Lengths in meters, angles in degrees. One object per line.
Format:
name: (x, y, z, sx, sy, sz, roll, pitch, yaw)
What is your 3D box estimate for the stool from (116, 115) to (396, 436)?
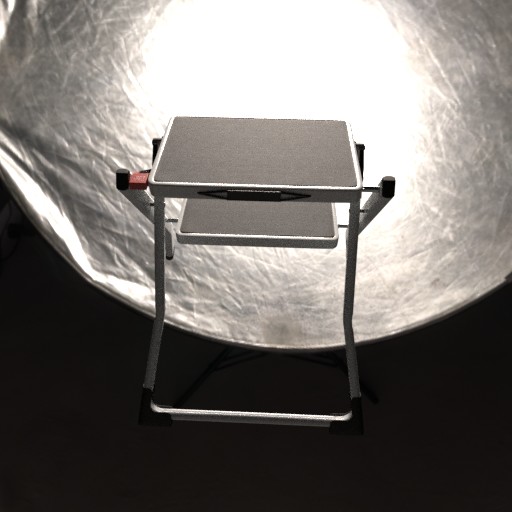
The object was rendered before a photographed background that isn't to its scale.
stool: (0.000, 0.000, 0.842, 0.485, 0.445, 0.490, 2, 46, 2)
